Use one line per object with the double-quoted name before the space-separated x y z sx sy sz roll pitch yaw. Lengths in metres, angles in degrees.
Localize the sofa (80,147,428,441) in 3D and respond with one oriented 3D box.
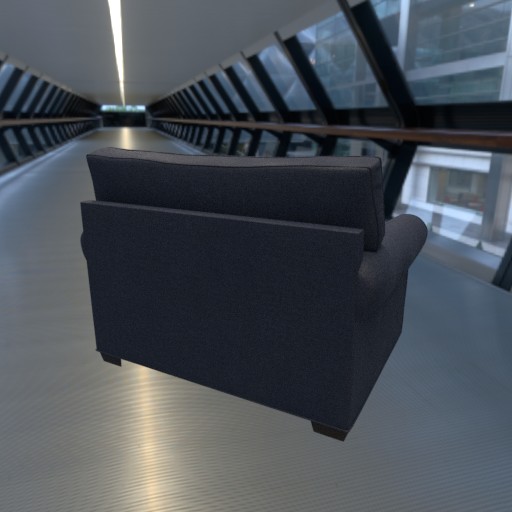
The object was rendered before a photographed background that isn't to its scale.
"sofa" 0.000 0.000 2.103 1.405 1.004 0.938 9 18 27
